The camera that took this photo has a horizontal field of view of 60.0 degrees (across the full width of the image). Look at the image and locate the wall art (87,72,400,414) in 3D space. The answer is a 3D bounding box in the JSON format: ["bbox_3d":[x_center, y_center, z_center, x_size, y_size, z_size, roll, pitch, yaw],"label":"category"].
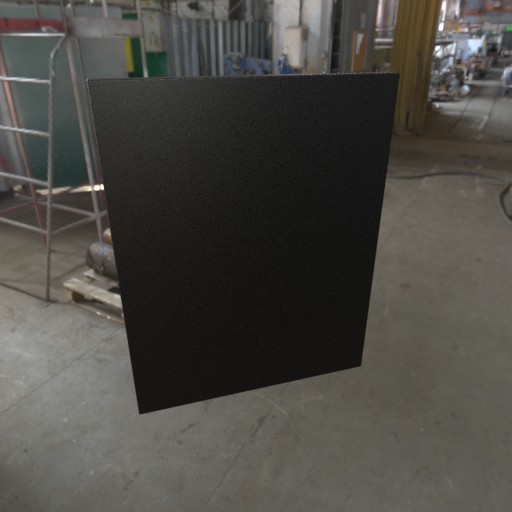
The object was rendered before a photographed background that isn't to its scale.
[{"bbox_3d":[0.000,0.000,1.578,0.950,1.194,0.053,-8,27,-15],"label":"wall art"}]
